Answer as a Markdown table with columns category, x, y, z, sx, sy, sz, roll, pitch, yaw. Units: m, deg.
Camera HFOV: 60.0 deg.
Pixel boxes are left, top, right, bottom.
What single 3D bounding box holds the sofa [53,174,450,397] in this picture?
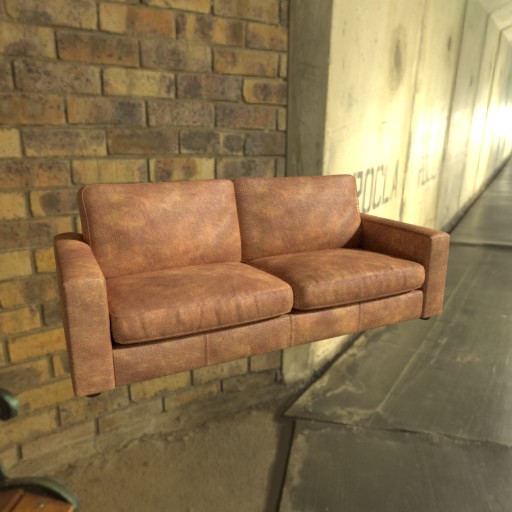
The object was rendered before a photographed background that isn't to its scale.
| category | x | y | z | sx | sy | sz | roll | pitch | yaw |
| --- | --- | --- | --- | --- | --- | --- | --- | --- | --- |
| sofa | 0.000 | 0.000 | 2.660 | 2.179 | 0.873 | 1.016 | -7 | 16 | -25 |
